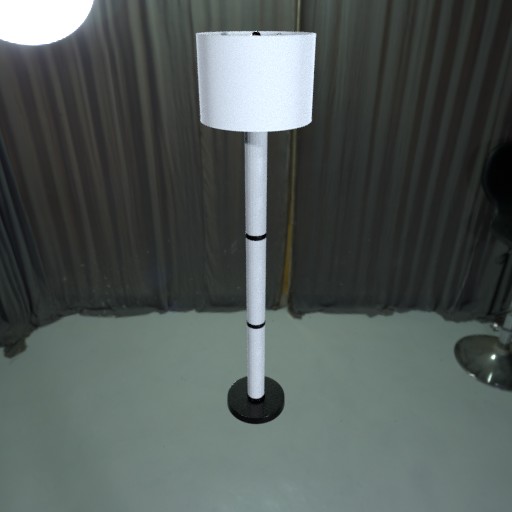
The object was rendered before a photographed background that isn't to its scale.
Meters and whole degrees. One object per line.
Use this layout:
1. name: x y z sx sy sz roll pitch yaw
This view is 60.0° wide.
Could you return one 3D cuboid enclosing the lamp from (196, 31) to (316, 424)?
1. lamp: 0.000 0.000 1.766 0.377 1.599 0.377 -1 29 -2
